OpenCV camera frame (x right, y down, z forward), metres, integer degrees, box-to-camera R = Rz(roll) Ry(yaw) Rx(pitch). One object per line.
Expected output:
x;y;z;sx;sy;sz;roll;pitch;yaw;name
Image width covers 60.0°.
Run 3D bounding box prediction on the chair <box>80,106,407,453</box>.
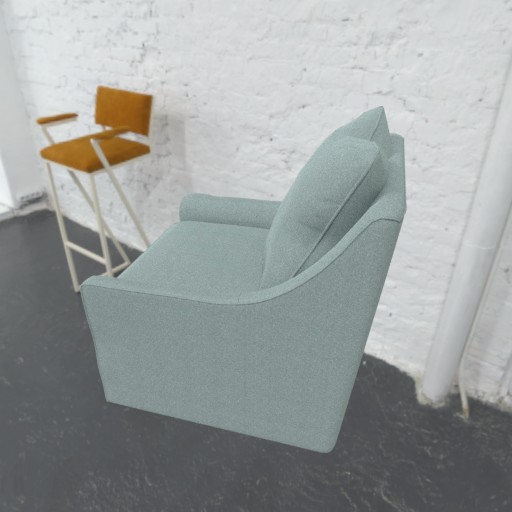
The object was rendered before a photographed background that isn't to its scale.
0.000;0.000;1.518;0.870;0.926;0.760;8;30;14;chair
